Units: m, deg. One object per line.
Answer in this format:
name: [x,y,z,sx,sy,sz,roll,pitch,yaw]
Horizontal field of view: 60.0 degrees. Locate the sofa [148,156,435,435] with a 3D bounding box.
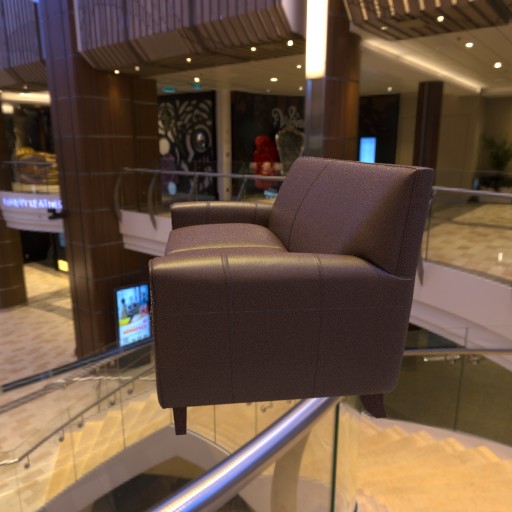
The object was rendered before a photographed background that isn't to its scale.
sofa: [0.000,0.000,2.027,0.853,0.859,1.468,-2,14,-8]
